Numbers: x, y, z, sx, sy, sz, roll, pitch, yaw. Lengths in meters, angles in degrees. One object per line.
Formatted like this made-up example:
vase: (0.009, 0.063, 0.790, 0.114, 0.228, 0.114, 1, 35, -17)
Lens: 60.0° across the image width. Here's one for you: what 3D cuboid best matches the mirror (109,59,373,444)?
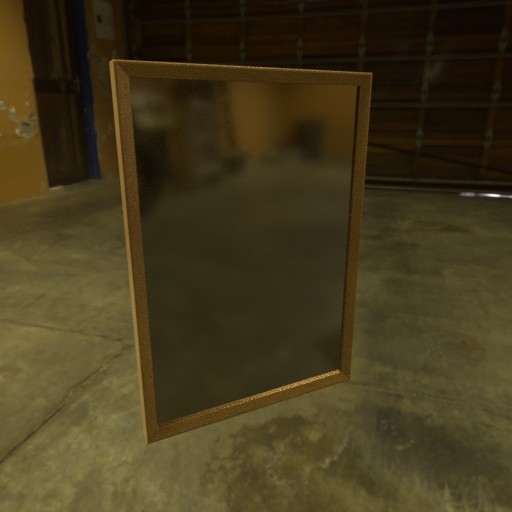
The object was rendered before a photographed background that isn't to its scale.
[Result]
mirror: (0.000, 0.000, 0.907, 0.507, 0.710, 0.039, -9, 20, -25)
